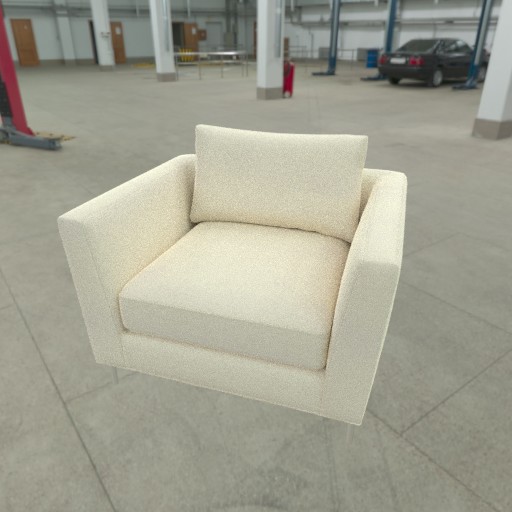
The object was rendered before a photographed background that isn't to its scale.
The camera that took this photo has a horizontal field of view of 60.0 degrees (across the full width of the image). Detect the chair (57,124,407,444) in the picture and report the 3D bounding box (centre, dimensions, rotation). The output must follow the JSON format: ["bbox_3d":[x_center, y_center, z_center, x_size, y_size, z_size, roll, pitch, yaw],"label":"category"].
[{"bbox_3d":[0.000,0.000,1.713,1.041,0.865,0.889,8,28,16],"label":"chair"}]
